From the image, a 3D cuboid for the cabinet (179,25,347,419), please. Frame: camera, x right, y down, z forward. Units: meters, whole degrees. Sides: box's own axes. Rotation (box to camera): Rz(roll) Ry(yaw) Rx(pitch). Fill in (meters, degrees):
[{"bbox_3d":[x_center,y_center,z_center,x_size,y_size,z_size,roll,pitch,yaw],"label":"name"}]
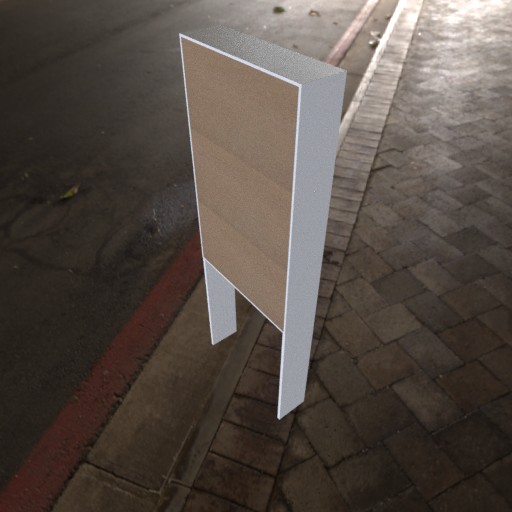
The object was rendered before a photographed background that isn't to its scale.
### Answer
[{"bbox_3d":[0.000,0.000,2.016,0.192,1.770,0.643,-27,48,-28],"label":"cabinet"}]
